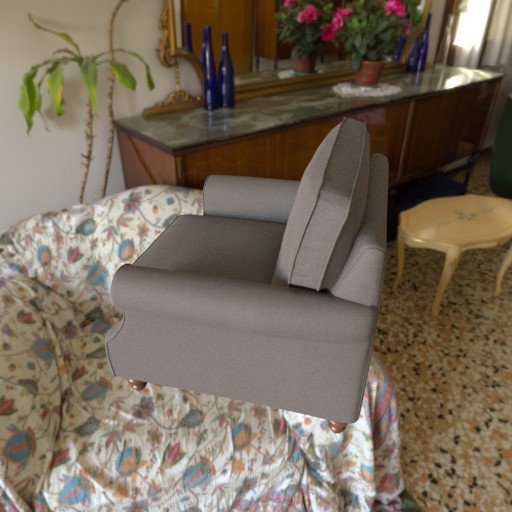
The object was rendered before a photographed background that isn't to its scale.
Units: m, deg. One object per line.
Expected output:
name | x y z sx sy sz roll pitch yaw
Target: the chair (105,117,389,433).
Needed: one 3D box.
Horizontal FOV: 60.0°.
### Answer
chair | 0.000 0.000 1.792 0.966 0.967 1.029 8 32 12
